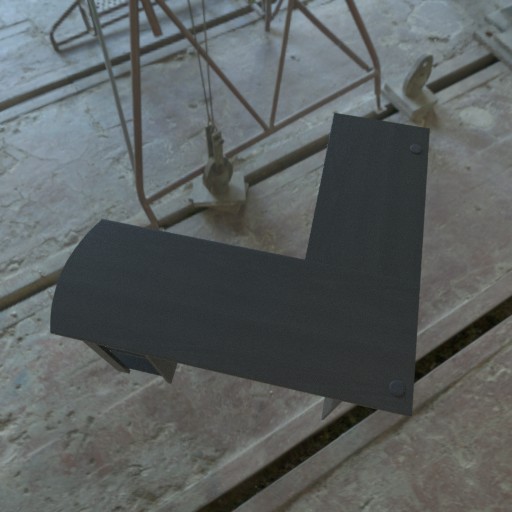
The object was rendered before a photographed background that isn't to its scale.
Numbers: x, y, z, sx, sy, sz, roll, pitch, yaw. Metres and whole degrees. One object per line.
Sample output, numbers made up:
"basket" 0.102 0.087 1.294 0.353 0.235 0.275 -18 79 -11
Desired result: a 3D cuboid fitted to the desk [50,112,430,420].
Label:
"desk" 0.000 0.000 2.152 1.361 0.716 1.303 11 63 6
